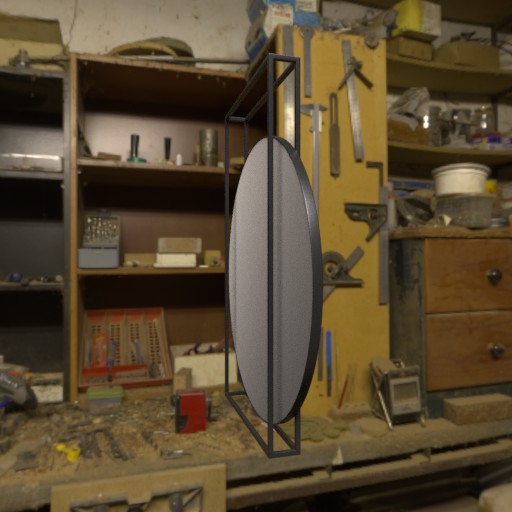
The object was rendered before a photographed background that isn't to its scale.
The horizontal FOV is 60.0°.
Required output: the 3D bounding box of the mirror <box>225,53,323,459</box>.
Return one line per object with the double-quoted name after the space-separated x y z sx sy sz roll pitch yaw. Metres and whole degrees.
0.000 0.000 0.817 0.051 0.603 0.508 0 0 -16 "mirror"
